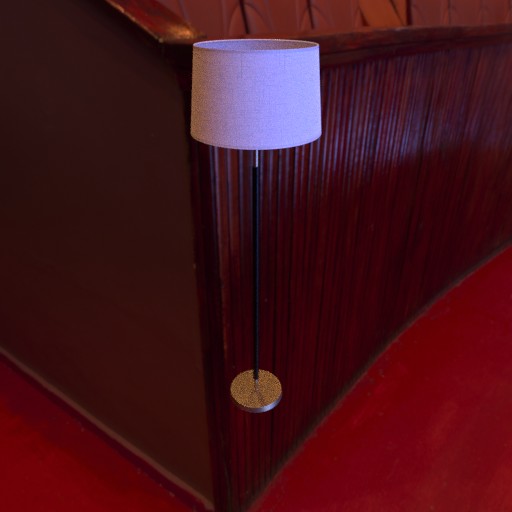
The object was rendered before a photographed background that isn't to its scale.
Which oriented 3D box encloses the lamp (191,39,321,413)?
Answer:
[{"bbox_3d":[0.000,0.000,1.672,0.420,1.447,0.420,0,30,0],"label":"lamp"}]
